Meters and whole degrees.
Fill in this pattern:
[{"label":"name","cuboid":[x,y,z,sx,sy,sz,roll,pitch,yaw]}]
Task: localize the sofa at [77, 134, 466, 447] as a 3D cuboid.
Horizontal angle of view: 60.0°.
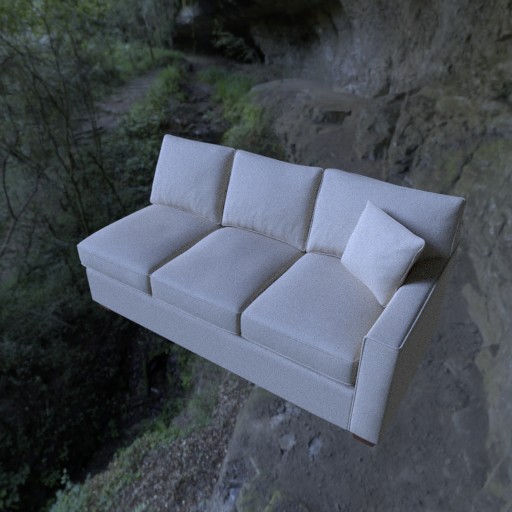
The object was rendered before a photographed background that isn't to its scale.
[{"label":"sofa","cuboid":[0.000,0.000,2.550,1.963,0.946,1.034,19,36,28]}]
